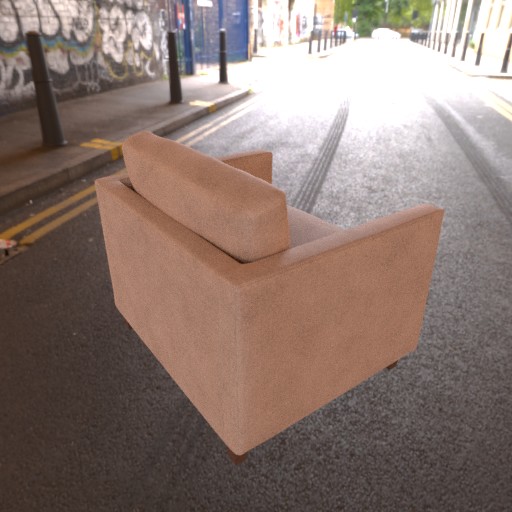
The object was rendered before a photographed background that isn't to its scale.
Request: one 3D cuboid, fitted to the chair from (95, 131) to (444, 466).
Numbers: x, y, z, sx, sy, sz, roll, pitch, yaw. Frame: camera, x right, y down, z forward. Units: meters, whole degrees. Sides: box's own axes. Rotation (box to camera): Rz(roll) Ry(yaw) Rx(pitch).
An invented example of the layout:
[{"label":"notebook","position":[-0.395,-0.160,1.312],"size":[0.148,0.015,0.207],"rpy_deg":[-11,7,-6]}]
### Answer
[{"label":"chair","position":[0.000,0.000,1.879],"size":[0.959,0.961,1.133],"rpy_deg":[-18,33,-32]}]
